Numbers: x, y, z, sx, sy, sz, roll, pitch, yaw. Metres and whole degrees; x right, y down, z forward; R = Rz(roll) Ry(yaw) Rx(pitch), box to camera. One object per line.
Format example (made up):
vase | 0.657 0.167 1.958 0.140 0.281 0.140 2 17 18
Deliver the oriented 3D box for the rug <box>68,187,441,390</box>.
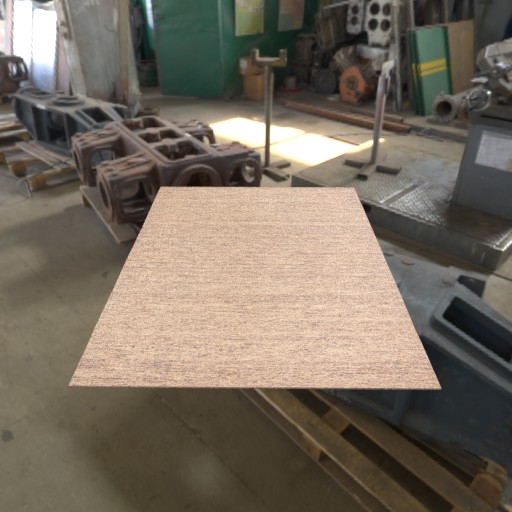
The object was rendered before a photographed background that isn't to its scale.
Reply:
rug | 0.000 0.000 4.247 2.448 0.013 3.205 0 33 0
